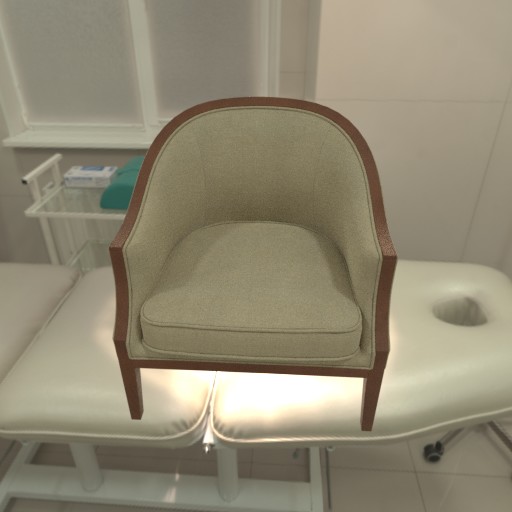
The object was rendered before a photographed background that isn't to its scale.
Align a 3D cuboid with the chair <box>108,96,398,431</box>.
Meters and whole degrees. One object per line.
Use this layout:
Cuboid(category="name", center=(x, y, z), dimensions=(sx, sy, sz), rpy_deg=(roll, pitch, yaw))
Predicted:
Cuboid(category="chair", center=(0.000, 0.000, 1.479), dimensions=(0.803, 0.876, 0.735), rpy_deg=(2, 32, 3))
